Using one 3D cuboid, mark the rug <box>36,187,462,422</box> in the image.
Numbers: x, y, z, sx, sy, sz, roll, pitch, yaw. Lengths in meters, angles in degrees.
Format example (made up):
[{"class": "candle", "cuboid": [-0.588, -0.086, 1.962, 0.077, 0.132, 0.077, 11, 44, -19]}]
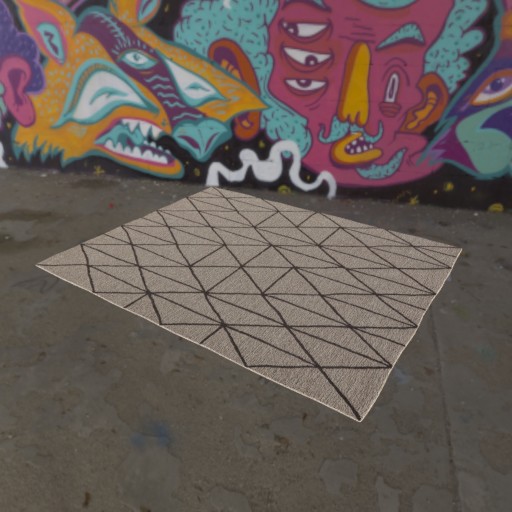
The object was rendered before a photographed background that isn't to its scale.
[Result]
[{"class": "rug", "cuboid": [0.000, 0.000, 4.029, 3.061, 0.022, 2.468, 18, 33, 30]}]
